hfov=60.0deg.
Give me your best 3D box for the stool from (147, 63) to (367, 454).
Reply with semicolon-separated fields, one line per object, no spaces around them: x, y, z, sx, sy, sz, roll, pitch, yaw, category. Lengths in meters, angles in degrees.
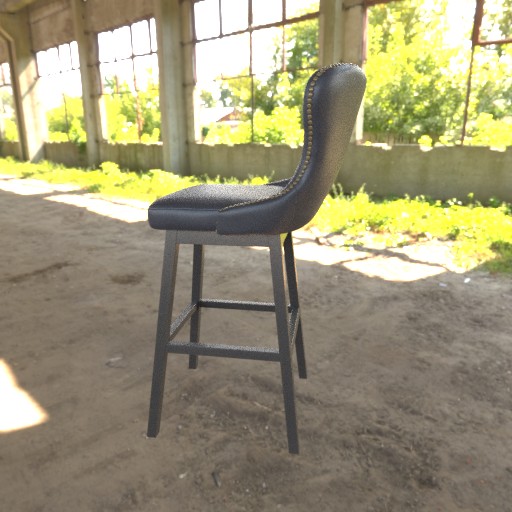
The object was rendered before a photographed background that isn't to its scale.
0.000;0.000;1.371;0.601;1.050;0.528;3;16;9;stool
